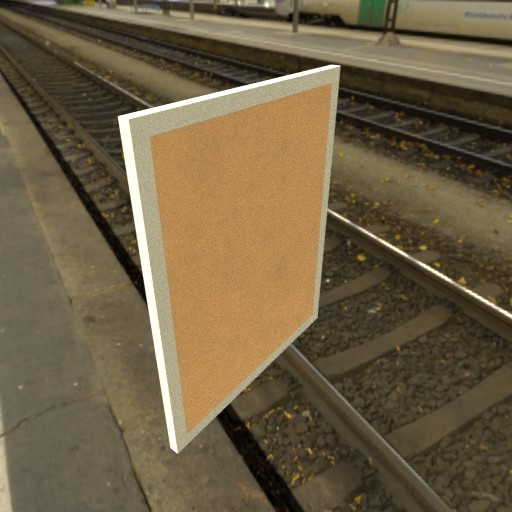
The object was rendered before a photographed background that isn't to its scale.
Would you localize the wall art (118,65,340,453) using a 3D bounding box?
[{"bbox_3d":[0.000,0.000,1.110,0.026,0.811,0.661,22,38,32],"label":"wall art"}]
